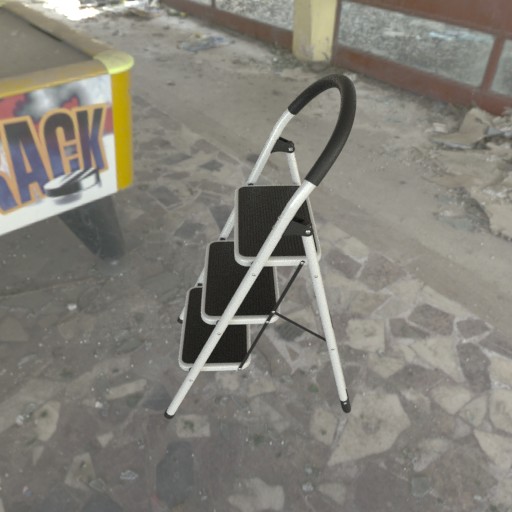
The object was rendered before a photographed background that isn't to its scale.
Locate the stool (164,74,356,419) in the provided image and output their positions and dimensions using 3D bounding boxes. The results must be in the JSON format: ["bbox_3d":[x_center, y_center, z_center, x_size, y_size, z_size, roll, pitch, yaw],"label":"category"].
[{"bbox_3d":[0.000,0.000,1.434,0.676,1.109,0.485,-1,39,-1],"label":"stool"}]
